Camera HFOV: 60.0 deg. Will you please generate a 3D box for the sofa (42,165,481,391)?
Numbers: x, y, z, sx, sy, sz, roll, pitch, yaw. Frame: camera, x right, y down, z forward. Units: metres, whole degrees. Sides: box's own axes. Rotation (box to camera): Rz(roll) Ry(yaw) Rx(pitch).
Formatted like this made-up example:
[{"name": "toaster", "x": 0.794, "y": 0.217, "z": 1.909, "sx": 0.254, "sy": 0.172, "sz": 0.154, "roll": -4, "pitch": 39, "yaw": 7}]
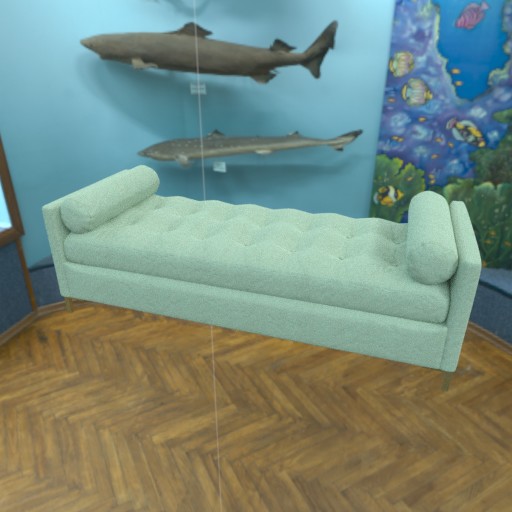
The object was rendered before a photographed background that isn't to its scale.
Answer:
[{"name": "sofa", "x": 0.000, "y": 0.000, "z": 2.438, "sx": 2.102, "sy": 0.705, "sz": 0.796, "roll": 8, "pitch": 27, "yaw": 16}]
